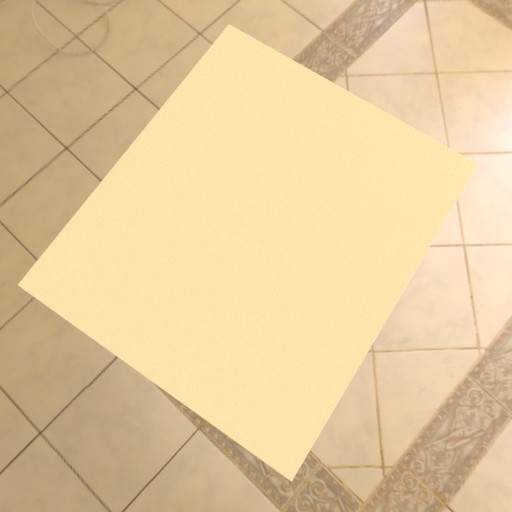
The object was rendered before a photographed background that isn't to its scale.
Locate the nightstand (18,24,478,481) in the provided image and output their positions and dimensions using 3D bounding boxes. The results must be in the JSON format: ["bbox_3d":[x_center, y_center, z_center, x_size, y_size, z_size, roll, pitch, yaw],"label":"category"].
[{"bbox_3d":[0.000,0.000,0.748,0.408,0.351,0.470,33,78,8],"label":"nightstand"}]
